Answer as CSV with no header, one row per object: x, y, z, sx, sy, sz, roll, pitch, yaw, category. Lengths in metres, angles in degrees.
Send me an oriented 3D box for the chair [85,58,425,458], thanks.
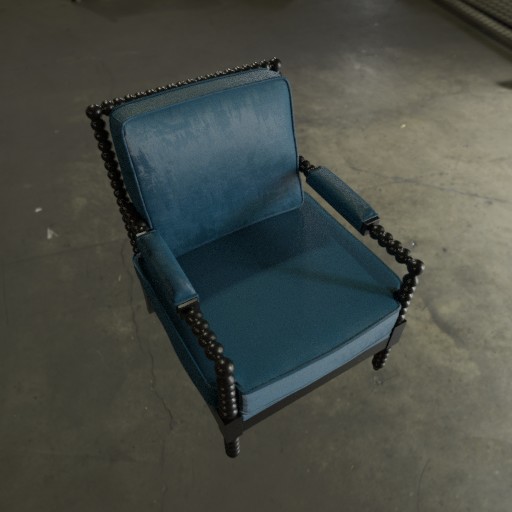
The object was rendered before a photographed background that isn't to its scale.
0.000,0.000,1.402,0.688,0.857,0.805,-24,51,-21,chair
